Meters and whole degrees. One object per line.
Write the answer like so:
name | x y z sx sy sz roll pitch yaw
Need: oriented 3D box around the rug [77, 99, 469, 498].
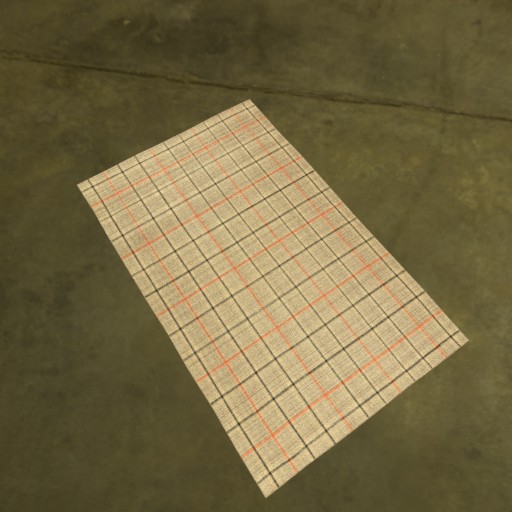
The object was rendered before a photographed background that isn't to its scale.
rug | 0.000 0.000 2.990 1.524 0.015 2.439 -31 68 -15
